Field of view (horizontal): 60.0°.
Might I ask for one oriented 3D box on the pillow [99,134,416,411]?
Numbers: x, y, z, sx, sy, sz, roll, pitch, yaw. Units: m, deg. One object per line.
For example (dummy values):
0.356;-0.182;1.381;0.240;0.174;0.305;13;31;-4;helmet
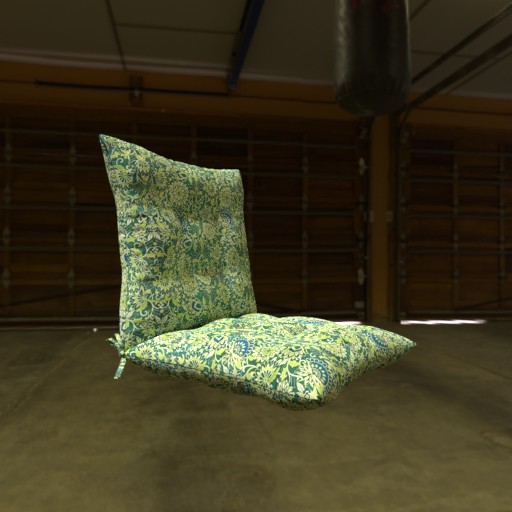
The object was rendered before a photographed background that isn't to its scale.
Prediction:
0.000;0.000;1.026;0.585;0.536;0.541;0;0;36;pillow
